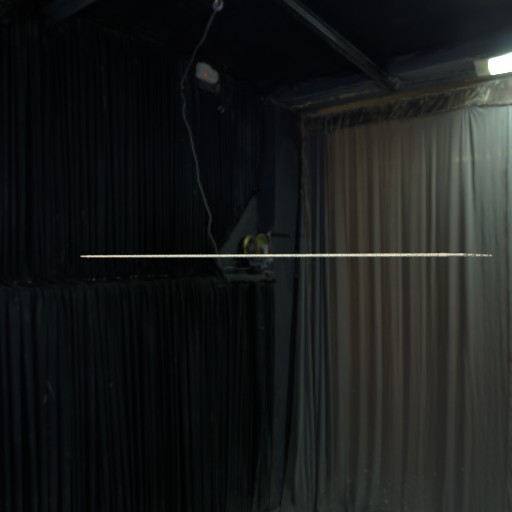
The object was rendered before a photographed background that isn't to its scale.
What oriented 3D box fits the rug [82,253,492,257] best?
[{"bbox_3d":[0.000,0.000,2.670,2.440,0.013,0.769,0,0,35],"label":"rug"}]
